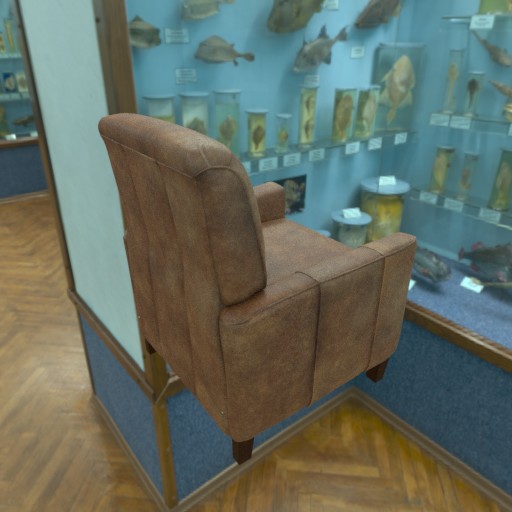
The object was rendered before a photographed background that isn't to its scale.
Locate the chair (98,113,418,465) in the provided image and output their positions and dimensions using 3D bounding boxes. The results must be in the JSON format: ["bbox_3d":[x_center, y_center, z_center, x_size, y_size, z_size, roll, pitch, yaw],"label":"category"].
[{"bbox_3d":[0.000,0.000,1.658,0.836,1.043,0.843,-18,31,-32],"label":"chair"}]
